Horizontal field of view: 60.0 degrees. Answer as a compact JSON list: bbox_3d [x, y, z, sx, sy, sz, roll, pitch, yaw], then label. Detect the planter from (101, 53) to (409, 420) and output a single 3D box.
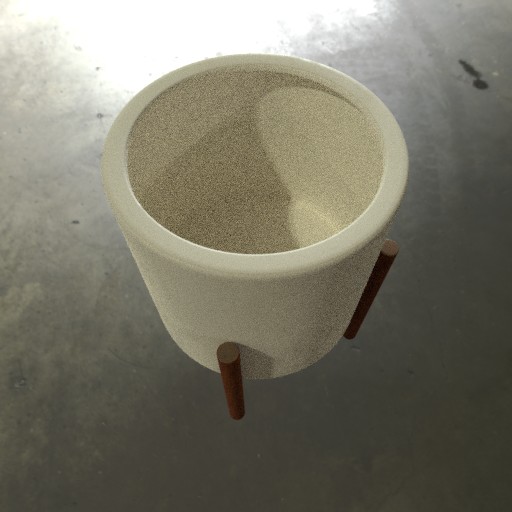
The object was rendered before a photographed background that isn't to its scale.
[{"bbox_3d":[0.000,0.000,0.854,0.421,0.581,0.420,-28,62,-16],"label":"planter"}]
